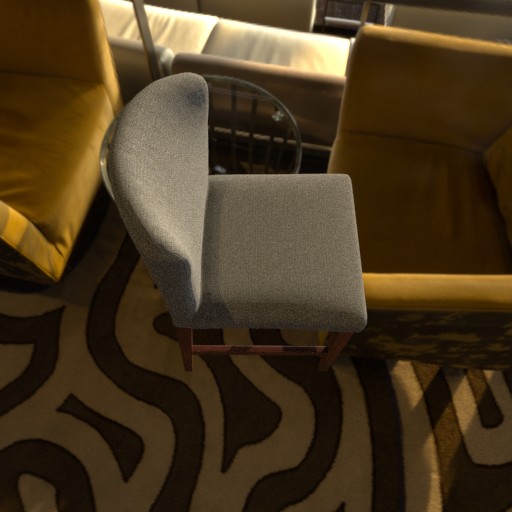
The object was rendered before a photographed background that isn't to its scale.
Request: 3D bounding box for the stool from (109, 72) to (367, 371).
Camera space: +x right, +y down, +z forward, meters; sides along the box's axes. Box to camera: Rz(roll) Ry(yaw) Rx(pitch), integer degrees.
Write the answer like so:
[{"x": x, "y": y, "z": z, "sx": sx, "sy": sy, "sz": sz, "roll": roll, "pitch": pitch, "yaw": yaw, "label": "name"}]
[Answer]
[{"x": 0.000, "y": 0.000, "z": 1.280, "sx": 0.568, "sy": 0.968, "sz": 0.479, "roll": 0, "pitch": 62, "yaw": 0, "label": "stool"}]
